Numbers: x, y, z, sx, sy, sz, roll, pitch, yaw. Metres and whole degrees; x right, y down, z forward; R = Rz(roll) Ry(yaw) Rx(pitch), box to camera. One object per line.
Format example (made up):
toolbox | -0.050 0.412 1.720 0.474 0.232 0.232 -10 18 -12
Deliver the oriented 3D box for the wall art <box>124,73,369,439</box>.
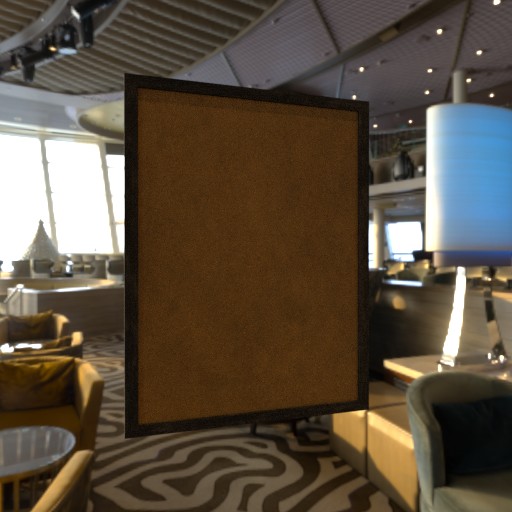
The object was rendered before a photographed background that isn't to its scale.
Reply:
wall art | 0.000 0.000 1.425 0.812 1.066 0.029 0 0 -17
